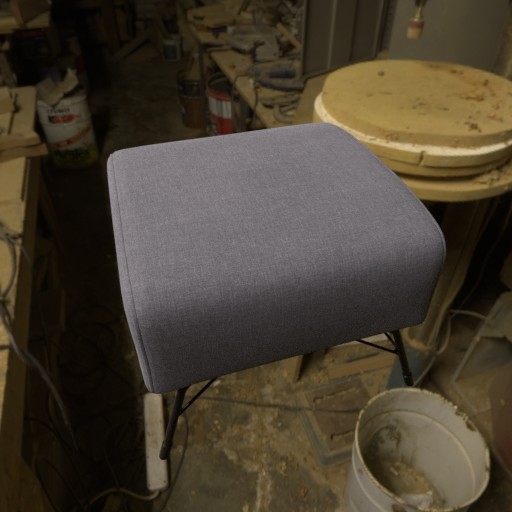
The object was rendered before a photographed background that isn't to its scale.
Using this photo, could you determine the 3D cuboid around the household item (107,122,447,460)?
[{"bbox_3d":[0.000,0.000,0.920,0.530,0.410,0.530,-11,42,-13],"label":"household item"}]
